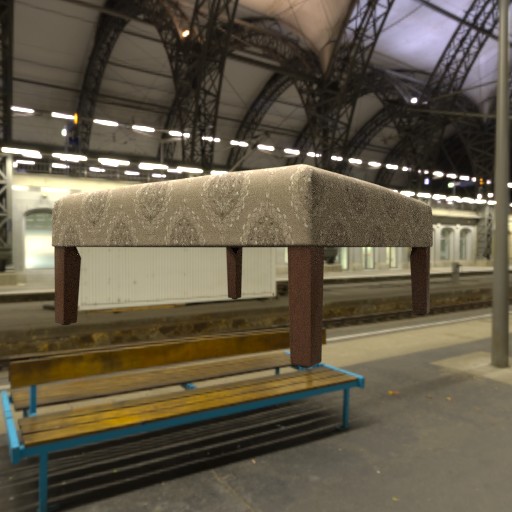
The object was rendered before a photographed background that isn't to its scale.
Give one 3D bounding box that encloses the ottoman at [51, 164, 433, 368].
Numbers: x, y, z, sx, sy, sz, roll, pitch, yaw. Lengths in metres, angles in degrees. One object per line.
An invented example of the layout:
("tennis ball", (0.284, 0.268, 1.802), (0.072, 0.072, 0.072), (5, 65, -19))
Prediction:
("ottoman", (0.000, 0.000, 1.436), (0.889, 0.411, 0.890), (1, 1, 35))
